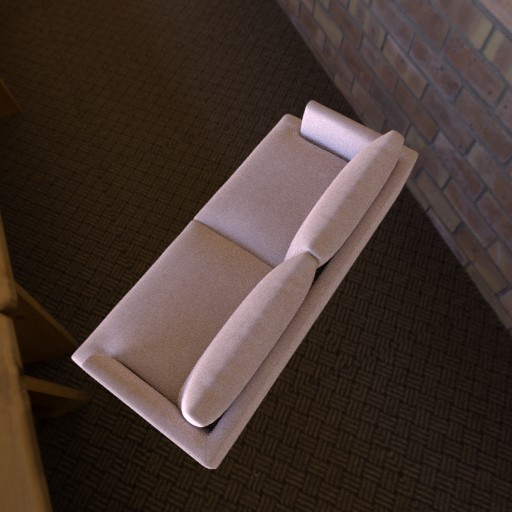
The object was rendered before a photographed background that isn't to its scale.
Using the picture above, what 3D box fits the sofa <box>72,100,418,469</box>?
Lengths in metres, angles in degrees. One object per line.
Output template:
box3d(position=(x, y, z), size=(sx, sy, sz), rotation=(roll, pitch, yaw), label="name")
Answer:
box3d(position=(0.000, 0.000, 2.768), size=(1.020, 0.868, 2.250), rotation=(32, 68, 15), label="sofa")
